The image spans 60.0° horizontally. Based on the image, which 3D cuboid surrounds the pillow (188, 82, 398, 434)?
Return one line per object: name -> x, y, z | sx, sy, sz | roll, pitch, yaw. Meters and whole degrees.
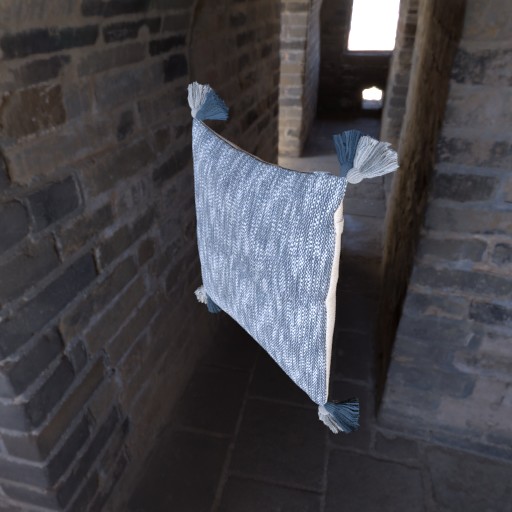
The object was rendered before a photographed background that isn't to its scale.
pillow -> 0.000, 0.000, 0.943 | 0.138, 0.634, 0.614 | -20, 36, -30
